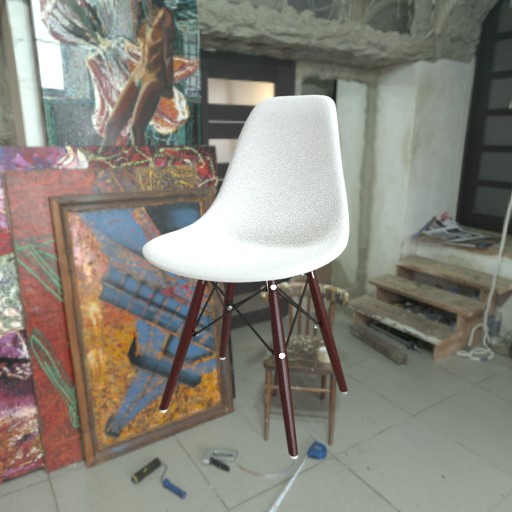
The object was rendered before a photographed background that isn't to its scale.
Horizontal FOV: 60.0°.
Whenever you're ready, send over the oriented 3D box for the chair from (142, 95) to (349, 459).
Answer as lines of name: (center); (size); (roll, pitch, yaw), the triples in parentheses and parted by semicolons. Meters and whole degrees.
chair: (0.000, 0.000, 1.150); (0.470, 0.826, 0.533); (8, 17, 26)
